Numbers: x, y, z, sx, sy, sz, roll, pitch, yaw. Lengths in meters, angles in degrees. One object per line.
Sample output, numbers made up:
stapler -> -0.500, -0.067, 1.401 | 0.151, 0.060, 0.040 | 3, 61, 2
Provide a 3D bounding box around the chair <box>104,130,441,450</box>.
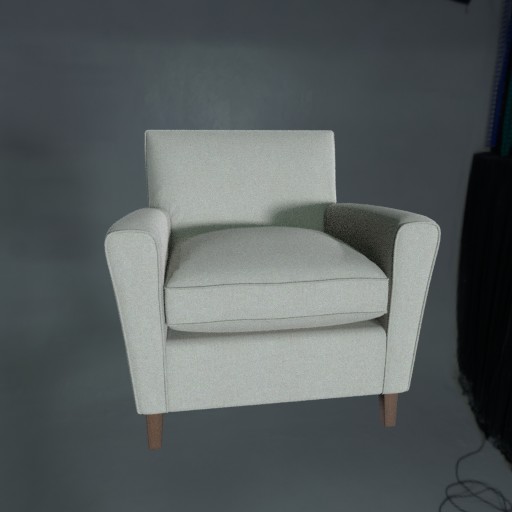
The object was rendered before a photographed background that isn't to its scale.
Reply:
chair -> 0.000, 0.000, 1.524 | 0.840, 0.846, 0.871 | -2, 15, -8
